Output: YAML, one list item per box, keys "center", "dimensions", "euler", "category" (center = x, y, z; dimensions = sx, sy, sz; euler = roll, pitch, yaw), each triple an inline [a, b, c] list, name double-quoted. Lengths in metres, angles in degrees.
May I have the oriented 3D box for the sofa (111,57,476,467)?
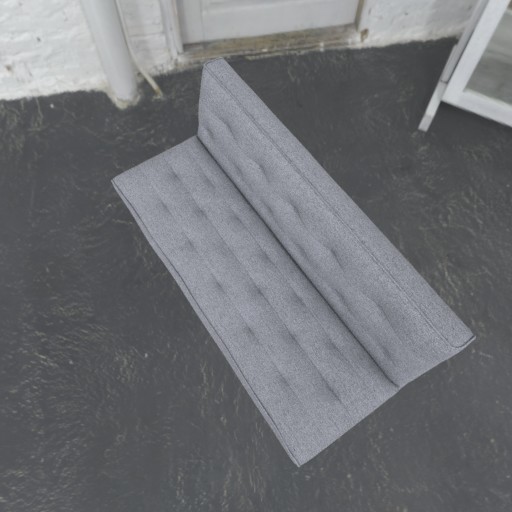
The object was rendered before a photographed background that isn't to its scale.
- center: [0.000, 0.000, 2.249]
  dimensions: [0.810, 0.830, 1.820]
  euler: [-31, 68, -14]
  category: "sofa"
